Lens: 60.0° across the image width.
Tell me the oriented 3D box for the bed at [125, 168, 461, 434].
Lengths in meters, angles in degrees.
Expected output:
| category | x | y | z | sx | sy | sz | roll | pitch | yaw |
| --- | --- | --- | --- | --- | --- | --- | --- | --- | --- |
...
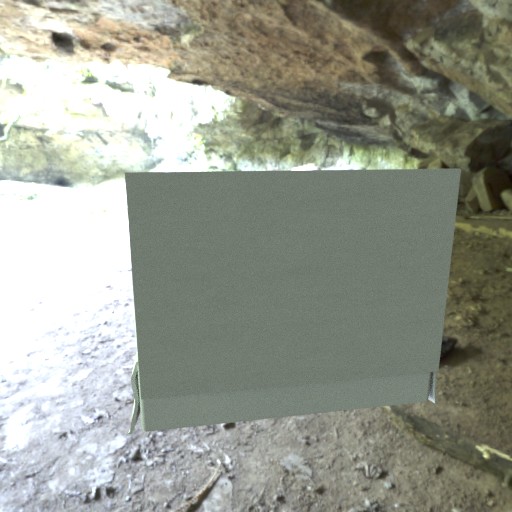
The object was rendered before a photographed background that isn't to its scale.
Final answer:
| category | x | y | z | sx | sy | sz | roll | pitch | yaw |
| --- | --- | --- | --- | --- | --- | --- | --- | --- | --- |
| bed | 0.000 | 0.000 | 3.202 | 1.745 | 1.335 | 2.094 | -3 | 15 | -10 |
